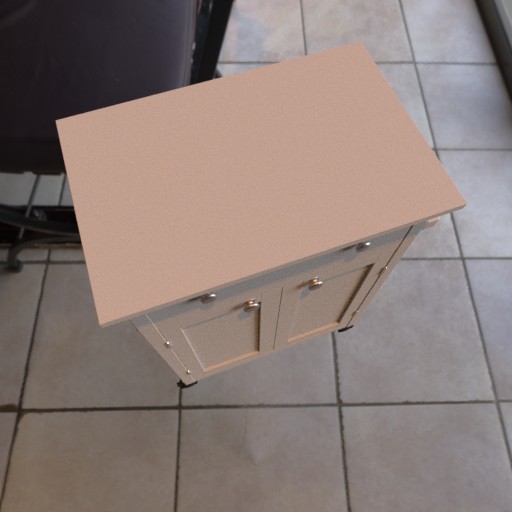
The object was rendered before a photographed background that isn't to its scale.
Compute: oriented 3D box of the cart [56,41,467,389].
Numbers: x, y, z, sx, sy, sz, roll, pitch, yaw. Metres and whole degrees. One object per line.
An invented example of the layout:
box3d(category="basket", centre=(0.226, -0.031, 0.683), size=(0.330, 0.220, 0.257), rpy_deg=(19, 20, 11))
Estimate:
box3d(category="cart", centre=(0.000, 0.000, 1.227), size=(0.683, 0.864, 0.442), rpy_deg=(-18, 66, -8))
